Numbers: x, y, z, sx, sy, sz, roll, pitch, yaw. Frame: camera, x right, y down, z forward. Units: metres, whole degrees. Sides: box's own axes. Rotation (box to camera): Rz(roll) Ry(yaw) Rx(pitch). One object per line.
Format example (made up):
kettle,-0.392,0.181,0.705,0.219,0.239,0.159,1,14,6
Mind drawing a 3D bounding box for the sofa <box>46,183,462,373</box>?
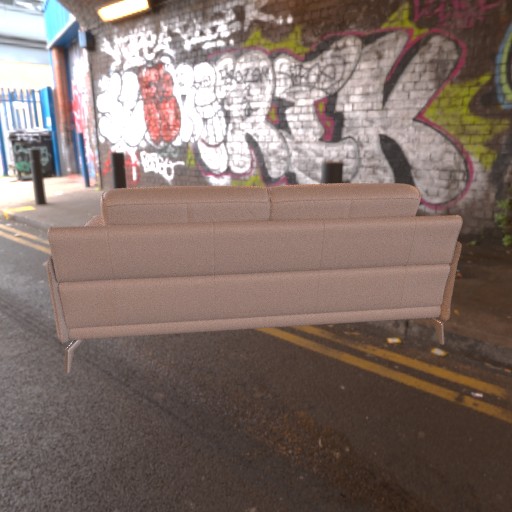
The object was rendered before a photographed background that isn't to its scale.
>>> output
sofa,0.000,0.000,2.611,2.101,0.930,1.049,-2,15,-9
